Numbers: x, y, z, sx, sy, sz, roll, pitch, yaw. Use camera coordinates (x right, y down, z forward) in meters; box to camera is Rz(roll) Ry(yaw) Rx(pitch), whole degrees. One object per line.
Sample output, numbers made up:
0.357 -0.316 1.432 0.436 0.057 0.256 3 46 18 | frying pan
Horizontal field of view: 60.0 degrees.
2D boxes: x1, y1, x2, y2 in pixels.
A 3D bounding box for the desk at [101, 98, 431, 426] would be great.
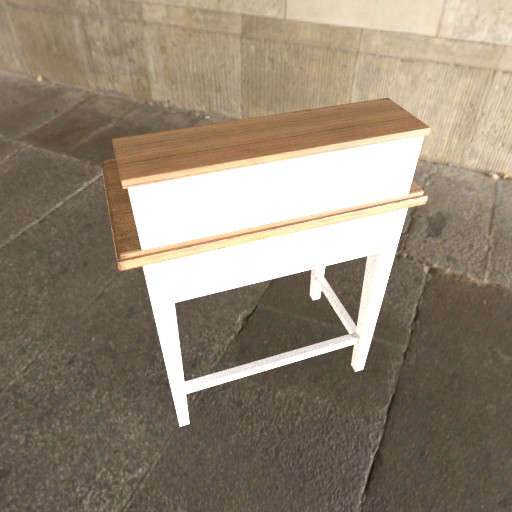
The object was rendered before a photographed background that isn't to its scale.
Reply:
0.000 0.000 1.442 0.814 0.981 0.462 -13 43 -14 | desk
